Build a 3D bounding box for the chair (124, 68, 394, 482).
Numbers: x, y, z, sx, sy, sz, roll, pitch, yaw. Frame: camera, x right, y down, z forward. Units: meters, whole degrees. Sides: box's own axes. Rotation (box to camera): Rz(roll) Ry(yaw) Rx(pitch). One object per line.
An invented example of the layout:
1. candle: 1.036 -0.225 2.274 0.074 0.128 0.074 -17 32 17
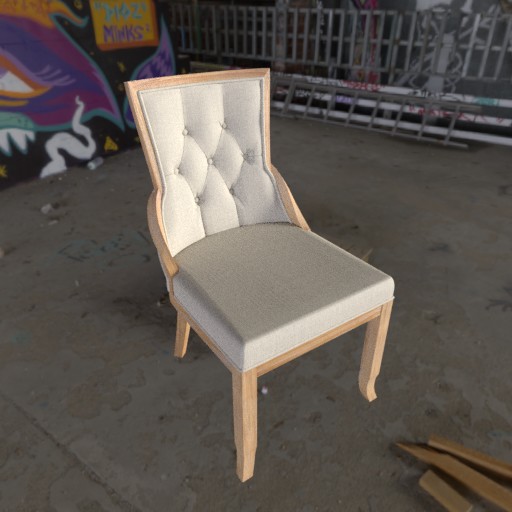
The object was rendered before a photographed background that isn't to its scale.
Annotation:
1. chair: 0.000 0.000 1.318 0.524 0.947 0.641 -19 36 -29
